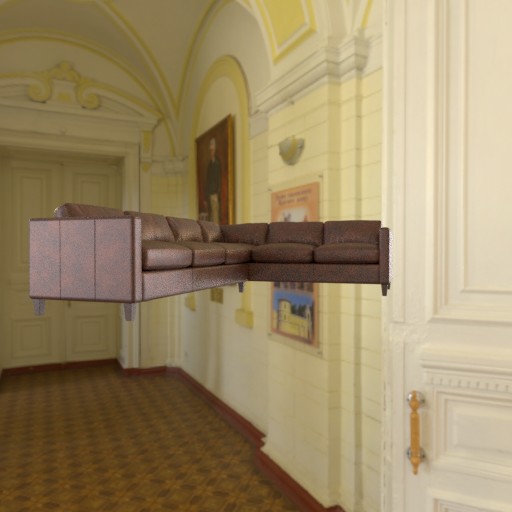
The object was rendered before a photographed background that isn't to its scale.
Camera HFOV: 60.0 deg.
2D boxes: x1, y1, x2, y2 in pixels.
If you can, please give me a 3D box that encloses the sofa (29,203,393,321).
[{"bbox_3d":[0.000,0.000,4.305,2.438,0.836,3.152,0,1,19],"label":"sofa"}]
